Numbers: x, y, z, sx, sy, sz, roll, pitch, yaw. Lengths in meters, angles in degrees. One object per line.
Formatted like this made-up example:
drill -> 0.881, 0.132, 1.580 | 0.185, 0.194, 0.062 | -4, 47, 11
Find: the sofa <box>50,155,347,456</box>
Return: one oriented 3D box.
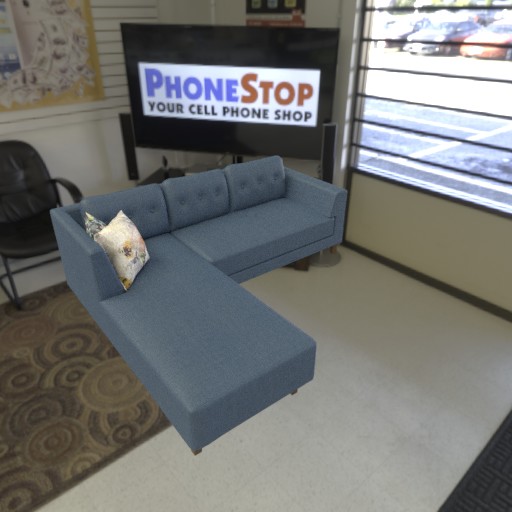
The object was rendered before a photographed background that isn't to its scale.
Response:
sofa -> 0.000, 0.000, 3.073 | 2.120, 0.787, 1.829 | -21, 35, -32
